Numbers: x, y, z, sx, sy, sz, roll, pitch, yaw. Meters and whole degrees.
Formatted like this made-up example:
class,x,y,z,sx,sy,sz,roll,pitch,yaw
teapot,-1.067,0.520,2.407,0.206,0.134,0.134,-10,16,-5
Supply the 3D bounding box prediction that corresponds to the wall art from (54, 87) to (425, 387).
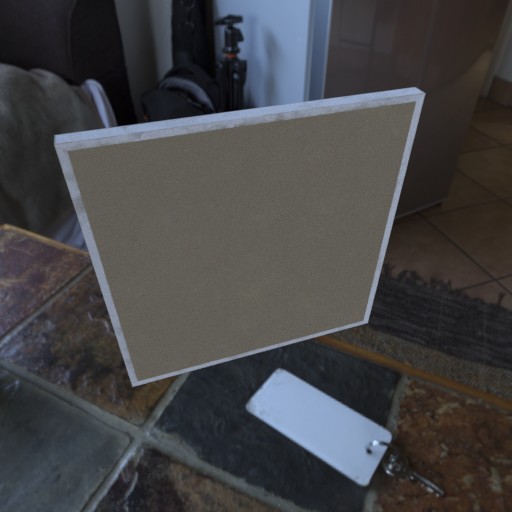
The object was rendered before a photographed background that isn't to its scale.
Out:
class,x,y,z,sx,sy,sz,roll,pitch,yaw
wall art,0.000,0.000,1.130,0.760,0.757,0.038,-12,42,-14
